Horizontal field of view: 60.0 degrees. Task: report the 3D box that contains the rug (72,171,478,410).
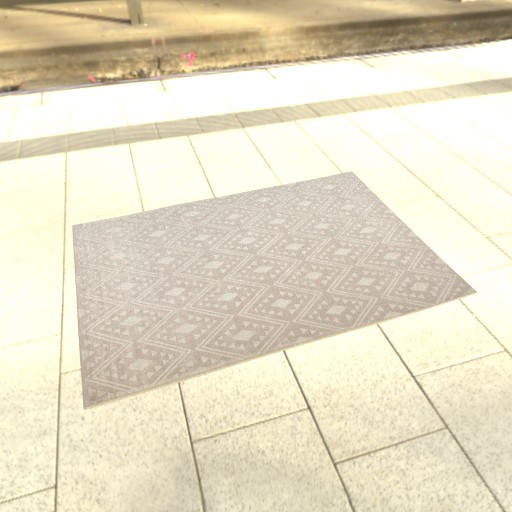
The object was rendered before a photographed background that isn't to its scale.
[{"bbox_3d":[0.000,0.000,2.360,1.829,0.034,1.252,-13,42,-15],"label":"rug"}]
